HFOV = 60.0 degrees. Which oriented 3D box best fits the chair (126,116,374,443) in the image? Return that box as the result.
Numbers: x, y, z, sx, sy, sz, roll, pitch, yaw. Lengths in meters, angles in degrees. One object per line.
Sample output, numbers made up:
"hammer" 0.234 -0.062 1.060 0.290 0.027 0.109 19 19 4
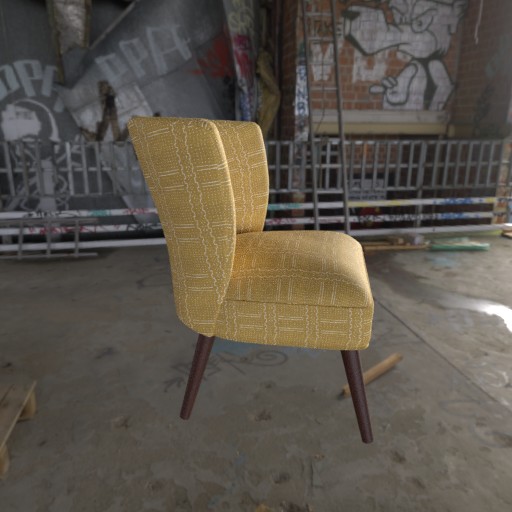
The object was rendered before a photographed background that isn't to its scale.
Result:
"chair" 0.000 0.000 1.444 0.758 0.866 0.706 3 17 9
